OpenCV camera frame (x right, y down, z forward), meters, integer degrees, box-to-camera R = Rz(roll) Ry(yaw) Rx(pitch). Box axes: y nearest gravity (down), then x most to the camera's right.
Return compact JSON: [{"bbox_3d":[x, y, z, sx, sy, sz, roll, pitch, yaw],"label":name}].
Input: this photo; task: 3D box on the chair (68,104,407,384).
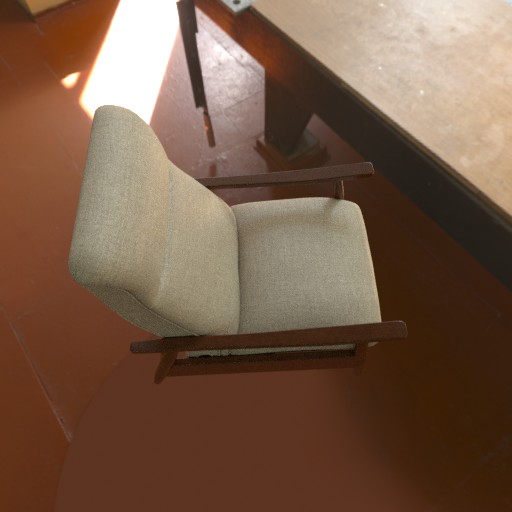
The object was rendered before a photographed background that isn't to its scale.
[{"bbox_3d":[0.000,0.000,1.755,1.014,1.082,0.762,-2,62,-1],"label":"chair"}]
